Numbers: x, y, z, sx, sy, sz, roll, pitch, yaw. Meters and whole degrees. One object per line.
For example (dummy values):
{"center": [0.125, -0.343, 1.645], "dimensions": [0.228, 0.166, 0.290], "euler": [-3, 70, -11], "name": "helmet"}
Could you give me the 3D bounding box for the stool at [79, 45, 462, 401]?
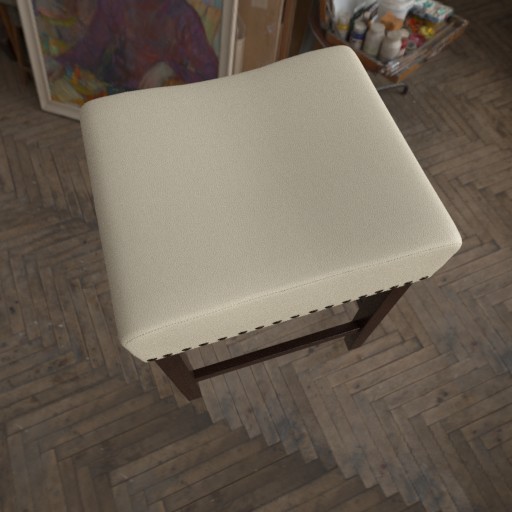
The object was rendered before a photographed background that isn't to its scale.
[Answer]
{"center": [0.000, 0.000, 0.900], "dimensions": [0.471, 0.609, 0.401], "euler": [-16, 65, -7], "name": "stool"}
